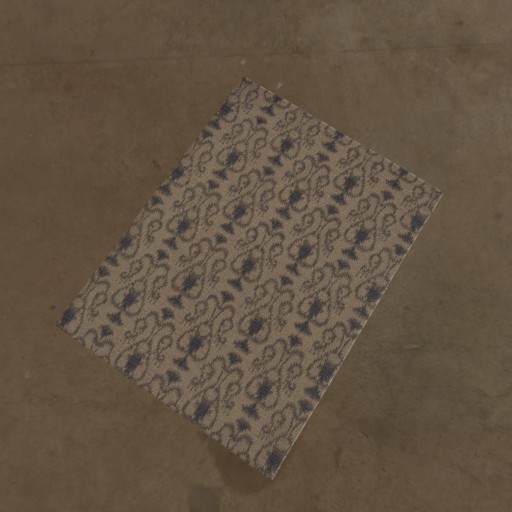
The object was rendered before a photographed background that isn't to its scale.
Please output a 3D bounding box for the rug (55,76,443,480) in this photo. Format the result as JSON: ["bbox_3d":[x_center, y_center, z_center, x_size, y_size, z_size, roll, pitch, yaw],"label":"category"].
[{"bbox_3d":[0.000,0.000,4.315,2.437,0.015,3.205,33,78,8],"label":"rug"}]
